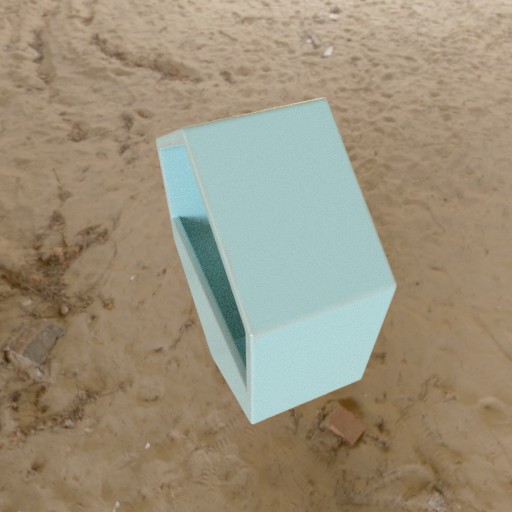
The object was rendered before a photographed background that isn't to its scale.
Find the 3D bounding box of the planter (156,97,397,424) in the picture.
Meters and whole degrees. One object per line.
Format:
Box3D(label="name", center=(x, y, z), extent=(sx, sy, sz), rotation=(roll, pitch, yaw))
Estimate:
Box3D(label="planter", center=(0.000, 0.000, 0.291), extent=(0.078, 0.207, 0.169), rotation=(-17, 50, -15))
